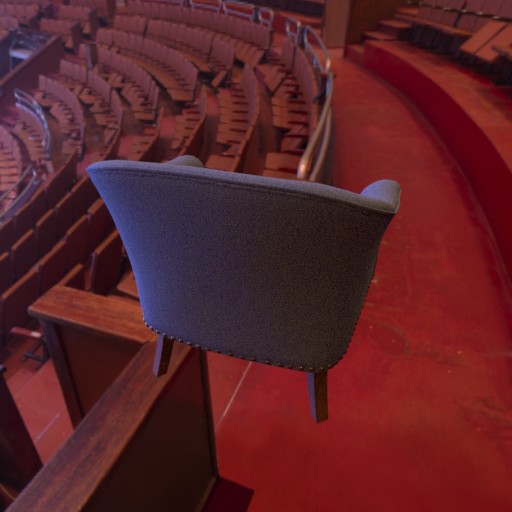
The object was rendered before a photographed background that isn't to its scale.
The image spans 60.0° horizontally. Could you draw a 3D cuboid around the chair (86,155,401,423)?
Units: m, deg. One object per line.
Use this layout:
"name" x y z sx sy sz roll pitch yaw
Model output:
"chair" 0.000 0.000 1.399 0.798 0.815 0.704 11 34 17
